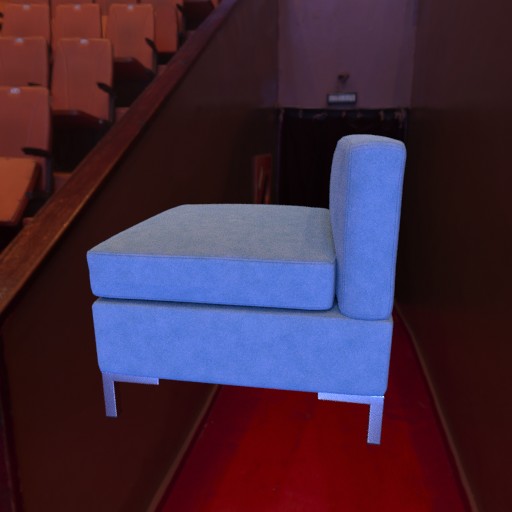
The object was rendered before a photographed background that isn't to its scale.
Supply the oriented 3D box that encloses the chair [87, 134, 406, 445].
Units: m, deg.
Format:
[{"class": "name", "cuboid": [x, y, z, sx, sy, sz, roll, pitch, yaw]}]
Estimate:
[{"class": "chair", "cuboid": [0.000, 0.000, 1.251, 0.685, 0.660, 0.684, 2, 16, 9]}]
